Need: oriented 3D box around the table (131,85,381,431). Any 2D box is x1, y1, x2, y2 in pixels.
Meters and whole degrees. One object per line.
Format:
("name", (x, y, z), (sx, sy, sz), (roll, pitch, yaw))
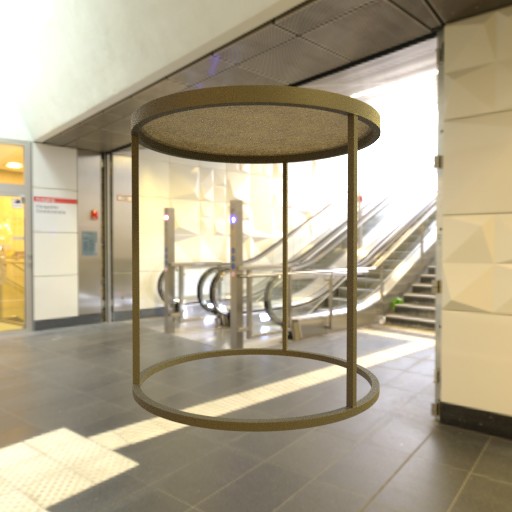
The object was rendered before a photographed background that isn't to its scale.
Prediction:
("table", (0.000, 0.000, 0.870), (0.470, 0.498, 0.470), (0, 1, 0))
